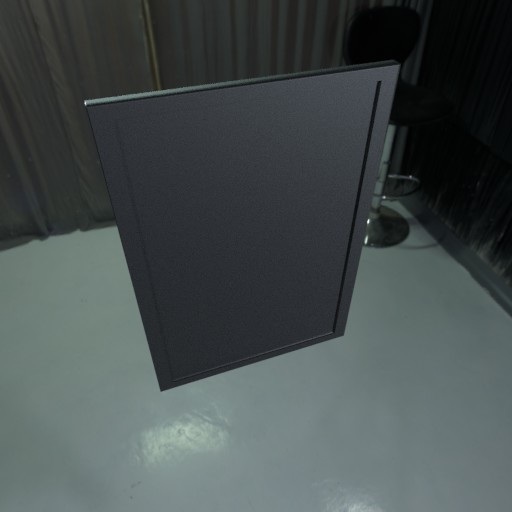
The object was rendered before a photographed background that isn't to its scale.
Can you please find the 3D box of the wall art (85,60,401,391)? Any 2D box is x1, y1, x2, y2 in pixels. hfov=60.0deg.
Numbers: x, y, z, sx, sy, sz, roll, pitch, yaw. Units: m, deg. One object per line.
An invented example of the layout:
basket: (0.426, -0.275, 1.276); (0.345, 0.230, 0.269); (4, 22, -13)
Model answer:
wall art: (0.000, 0.000, 0.551); (0.303, 0.431, 0.013); (-14, 43, -15)
